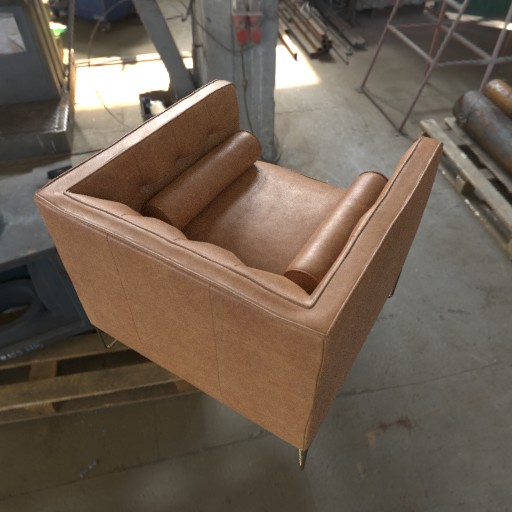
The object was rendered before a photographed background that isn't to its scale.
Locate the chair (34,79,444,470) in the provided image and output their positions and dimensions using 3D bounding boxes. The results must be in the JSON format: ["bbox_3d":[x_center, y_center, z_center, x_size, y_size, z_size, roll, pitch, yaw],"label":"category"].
[{"bbox_3d":[0.000,0.000,1.587,0.920,0.797,0.912,24,50,21],"label":"chair"}]
